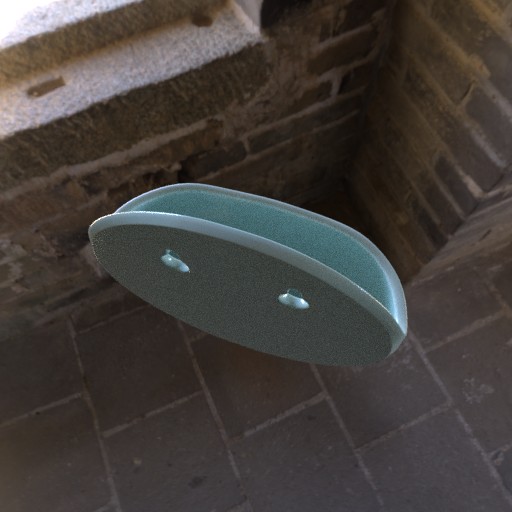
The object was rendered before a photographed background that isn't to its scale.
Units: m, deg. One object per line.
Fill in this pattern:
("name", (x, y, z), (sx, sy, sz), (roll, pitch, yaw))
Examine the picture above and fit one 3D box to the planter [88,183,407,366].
("planter", (0.000, 0.000, 0.272), (0.189, 0.164, 0.073), (17, 65, 8))
